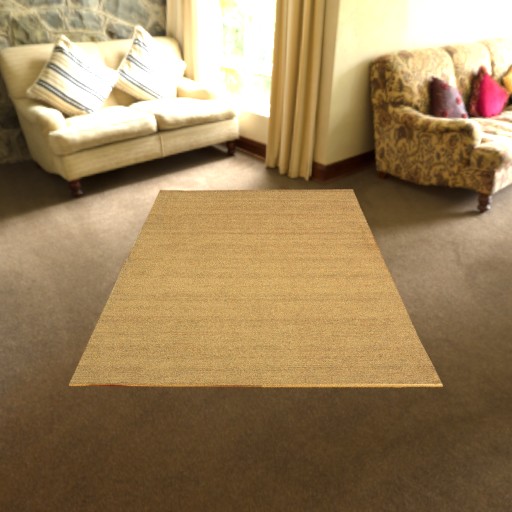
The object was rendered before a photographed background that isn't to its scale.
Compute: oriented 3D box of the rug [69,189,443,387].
[{"bbox_3d":[0.000,0.000,4.224,2.434,0.045,3.202,0,32,0],"label":"rug"}]
